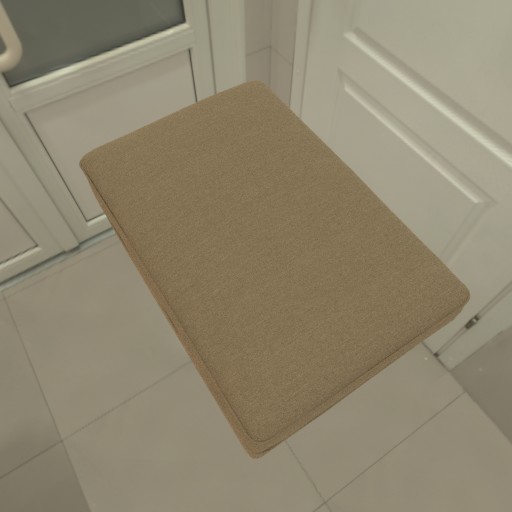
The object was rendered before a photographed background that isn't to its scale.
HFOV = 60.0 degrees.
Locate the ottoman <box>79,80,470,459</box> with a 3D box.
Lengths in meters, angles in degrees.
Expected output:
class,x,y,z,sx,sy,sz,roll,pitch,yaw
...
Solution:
class,x,y,z,sx,sy,sz,roll,pitch,yaw
ottoman,0.000,0.000,1.307,0.636,0.521,0.945,-30,64,-16
